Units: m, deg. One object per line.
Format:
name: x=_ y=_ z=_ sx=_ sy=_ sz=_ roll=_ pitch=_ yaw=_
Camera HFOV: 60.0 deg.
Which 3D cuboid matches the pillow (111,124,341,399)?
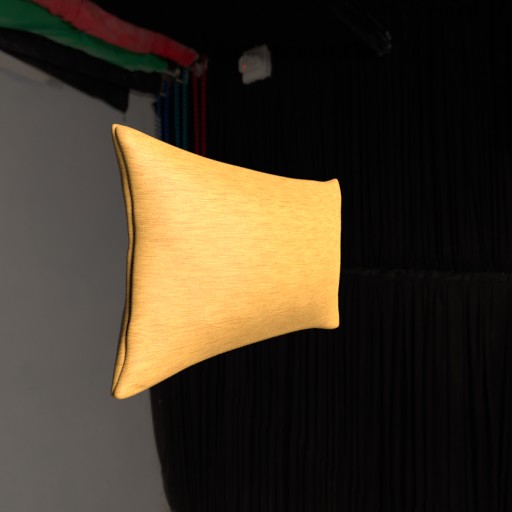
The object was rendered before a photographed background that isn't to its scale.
pillow: x=0.000 y=0.000 z=0.812 sx=0.210 sy=0.354 sz=0.634 roll=1 pitch=2 yaw=36
